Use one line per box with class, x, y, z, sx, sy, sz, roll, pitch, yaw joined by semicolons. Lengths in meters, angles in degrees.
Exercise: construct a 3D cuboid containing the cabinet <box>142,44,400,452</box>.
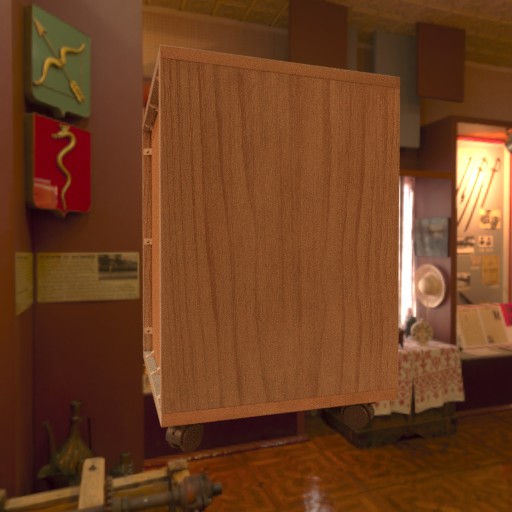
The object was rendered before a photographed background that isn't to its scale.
cabinet;0.000;0.000;0.857;0.401;0.579;0.409;0;1;-18
